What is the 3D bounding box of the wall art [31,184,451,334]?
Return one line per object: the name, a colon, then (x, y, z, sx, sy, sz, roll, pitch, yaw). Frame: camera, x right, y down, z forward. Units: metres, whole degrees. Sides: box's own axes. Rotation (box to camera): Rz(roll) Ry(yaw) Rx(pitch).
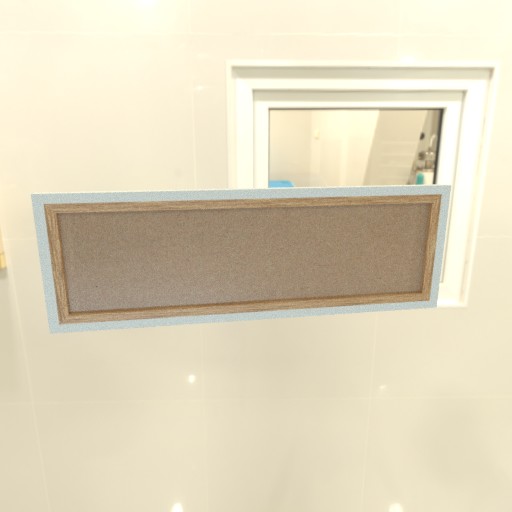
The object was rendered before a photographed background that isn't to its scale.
wall art: (0.000, 0.000, 1.673, 1.520, 0.507, 0.039, -3, 16, -9)
